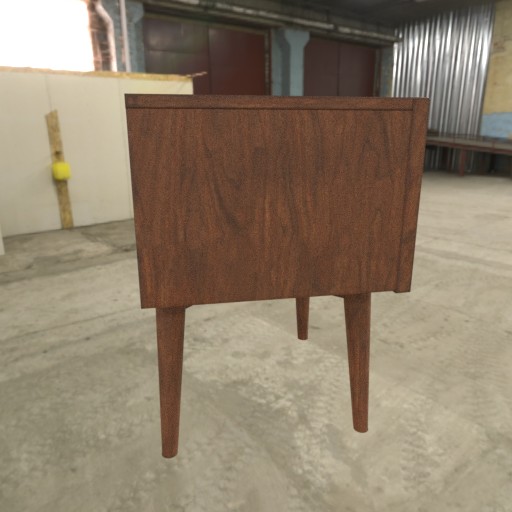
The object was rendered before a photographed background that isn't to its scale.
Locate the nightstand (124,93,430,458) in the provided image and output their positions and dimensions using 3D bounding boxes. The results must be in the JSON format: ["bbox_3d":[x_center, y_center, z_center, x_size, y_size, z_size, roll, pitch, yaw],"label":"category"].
[{"bbox_3d":[0.000,0.000,0.940,0.445,0.607,0.521,-3,16,-10],"label":"nightstand"}]
